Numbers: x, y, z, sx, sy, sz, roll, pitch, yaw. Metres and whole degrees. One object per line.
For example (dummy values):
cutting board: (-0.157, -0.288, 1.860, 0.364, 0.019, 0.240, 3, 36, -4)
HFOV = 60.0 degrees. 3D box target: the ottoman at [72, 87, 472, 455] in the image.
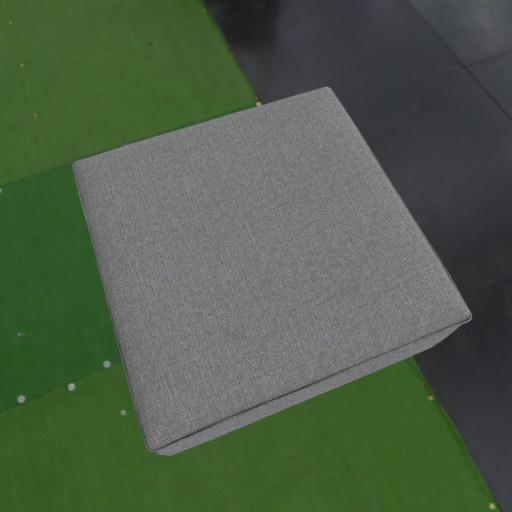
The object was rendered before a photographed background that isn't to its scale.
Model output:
ottoman: (0.000, 0.000, 1.577, 1.017, 0.423, 1.023, -19, 66, -9)
